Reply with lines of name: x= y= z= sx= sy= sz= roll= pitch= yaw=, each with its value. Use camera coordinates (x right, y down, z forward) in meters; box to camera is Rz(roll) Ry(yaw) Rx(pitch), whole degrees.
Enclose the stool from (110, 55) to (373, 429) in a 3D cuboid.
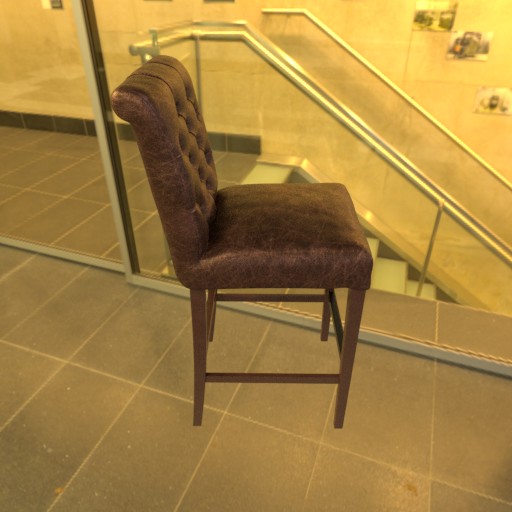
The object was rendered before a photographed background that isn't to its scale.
stool: x=0.000 y=0.000 z=1.465 sx=0.659 sy=1.168 sz=0.483 roll=0 pitch=33 yaw=1
